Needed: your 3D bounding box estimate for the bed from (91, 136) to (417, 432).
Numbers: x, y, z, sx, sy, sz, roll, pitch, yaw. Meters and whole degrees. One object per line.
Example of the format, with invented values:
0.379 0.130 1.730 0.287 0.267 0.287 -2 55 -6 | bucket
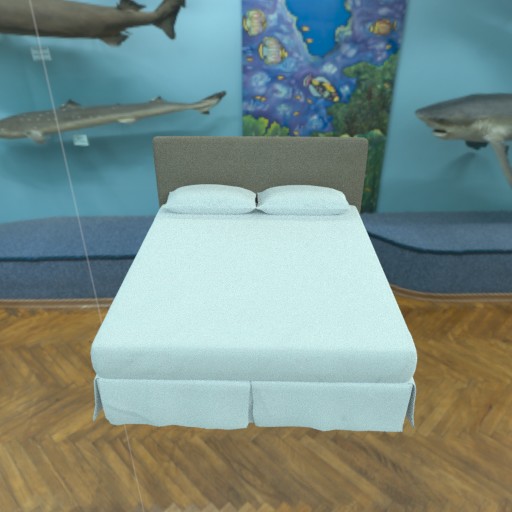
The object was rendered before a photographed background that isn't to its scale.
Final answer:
0.000 0.000 3.559 2.119 1.317 2.341 1 30 1 | bed
